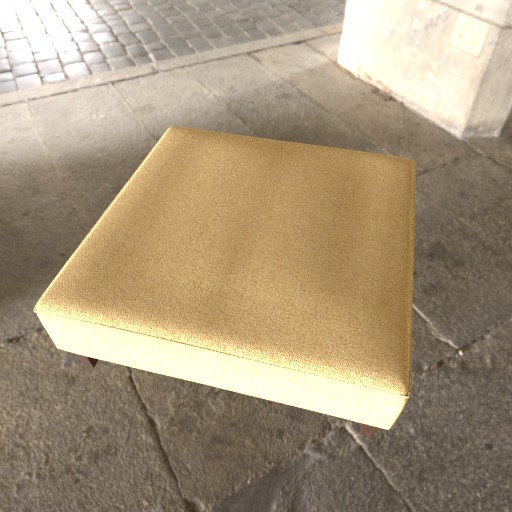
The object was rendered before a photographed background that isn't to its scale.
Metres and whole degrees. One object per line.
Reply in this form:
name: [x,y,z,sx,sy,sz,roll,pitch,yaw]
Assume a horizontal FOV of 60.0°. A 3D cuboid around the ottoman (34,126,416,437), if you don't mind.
ottoman: [0.000,0.000,1.509,0.981,0.378,0.970,11,47,10]
